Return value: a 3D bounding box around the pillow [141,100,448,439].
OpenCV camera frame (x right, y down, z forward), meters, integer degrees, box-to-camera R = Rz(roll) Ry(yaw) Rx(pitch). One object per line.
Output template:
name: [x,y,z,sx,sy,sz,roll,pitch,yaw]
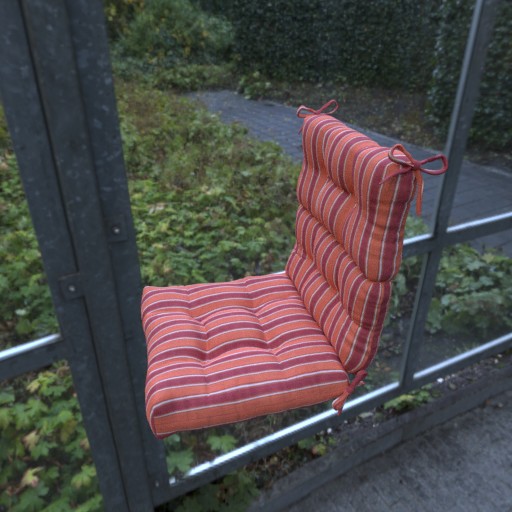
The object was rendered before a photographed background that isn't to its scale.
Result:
pillow: [0.000,0.000,1.035,0.571,0.605,0.519,-7,30,-13]
